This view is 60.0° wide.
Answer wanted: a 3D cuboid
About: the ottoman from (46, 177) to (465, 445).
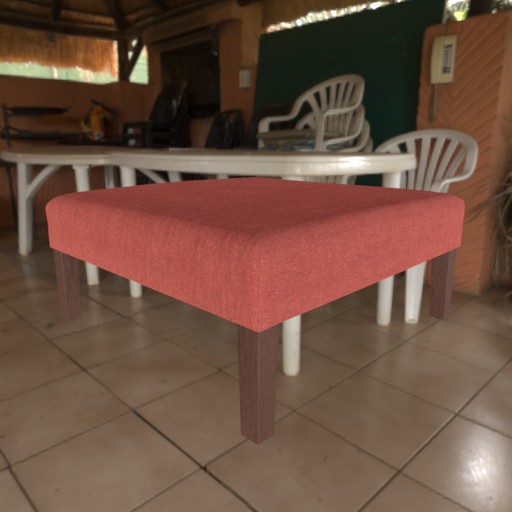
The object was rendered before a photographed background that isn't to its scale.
[{"bbox_3d":[0.000,0.000,1.353,0.889,0.411,0.890,14,20,43],"label":"ottoman"}]
